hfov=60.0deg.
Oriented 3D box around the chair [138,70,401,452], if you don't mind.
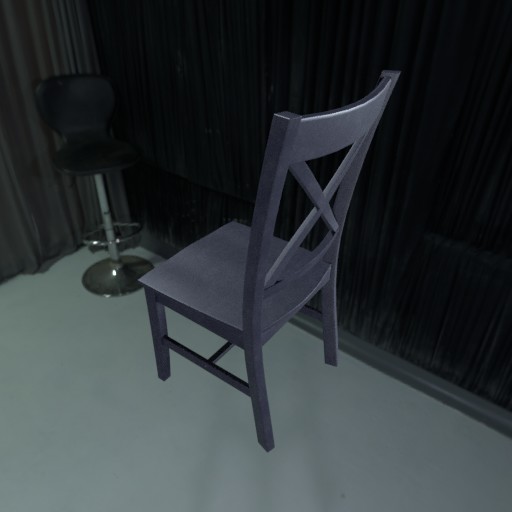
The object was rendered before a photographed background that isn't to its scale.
[{"bbox_3d":[0.000,0.000,1.278,0.542,0.983,0.485,22,39,30],"label":"chair"}]
